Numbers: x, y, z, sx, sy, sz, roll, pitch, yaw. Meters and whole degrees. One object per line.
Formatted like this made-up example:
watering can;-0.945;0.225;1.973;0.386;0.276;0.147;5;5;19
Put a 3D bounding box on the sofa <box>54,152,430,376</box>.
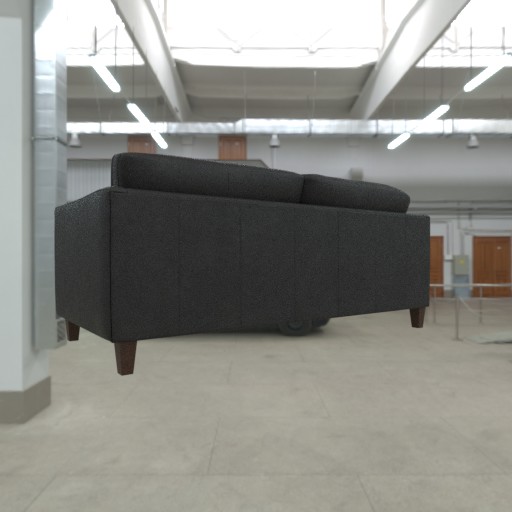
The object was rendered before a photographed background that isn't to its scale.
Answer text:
sofa;0.000;0.000;2.494;1.971;0.863;0.933;0;0;-36
